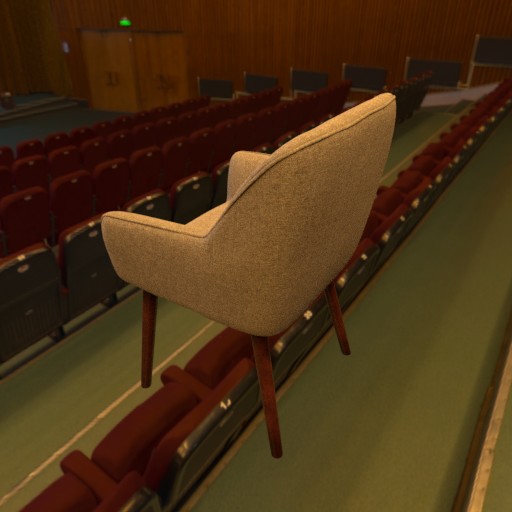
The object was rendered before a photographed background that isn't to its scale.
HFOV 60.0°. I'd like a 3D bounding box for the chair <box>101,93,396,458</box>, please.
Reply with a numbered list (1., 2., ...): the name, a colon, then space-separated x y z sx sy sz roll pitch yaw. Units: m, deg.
1. chair: 0.000 0.000 1.148 0.519 0.803 0.543 19 36 28
